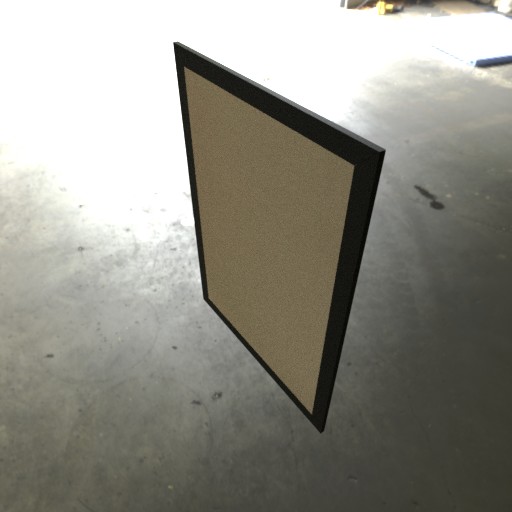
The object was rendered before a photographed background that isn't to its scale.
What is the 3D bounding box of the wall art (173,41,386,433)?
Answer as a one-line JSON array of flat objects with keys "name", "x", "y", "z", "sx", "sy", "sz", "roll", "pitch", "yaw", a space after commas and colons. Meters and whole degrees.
[{"name": "wall art", "x": 0.000, "y": 0.000, "z": 0.683, "sx": 0.008, "sy": 0.530, "sz": 0.379, "roll": -26, "pitch": 49, "yaw": -26}]
